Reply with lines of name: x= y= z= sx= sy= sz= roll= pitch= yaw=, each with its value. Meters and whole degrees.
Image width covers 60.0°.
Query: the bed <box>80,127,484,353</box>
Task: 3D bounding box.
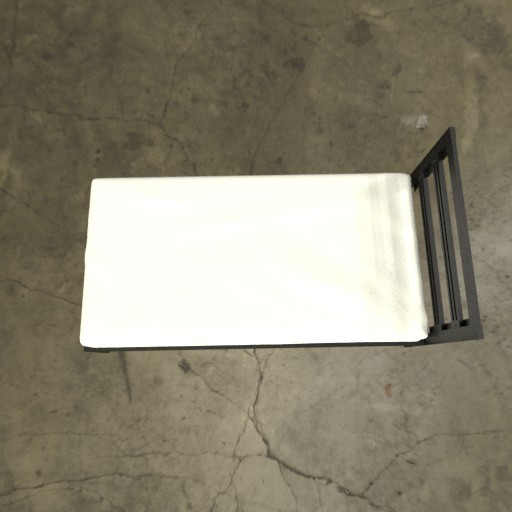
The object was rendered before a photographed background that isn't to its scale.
bed: x=0.000 y=0.000 z=2.451 sx=1.930 sy=0.967 sz=0.991 roll=-1 pitch=76 yaw=0
